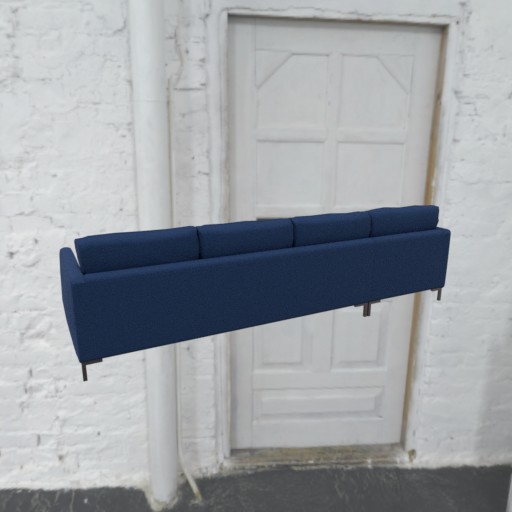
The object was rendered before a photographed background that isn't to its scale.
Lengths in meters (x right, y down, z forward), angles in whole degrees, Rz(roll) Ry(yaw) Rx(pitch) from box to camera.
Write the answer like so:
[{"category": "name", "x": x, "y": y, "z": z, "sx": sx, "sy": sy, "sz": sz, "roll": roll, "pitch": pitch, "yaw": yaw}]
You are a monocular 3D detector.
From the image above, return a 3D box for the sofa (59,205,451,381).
[{"category": "sofa", "x": 0.000, "y": 0.000, "z": 2.988, "sx": 2.450, "sy": 0.679, "sz": 1.128, "roll": -8, "pitch": 17, "yaw": -26}]
